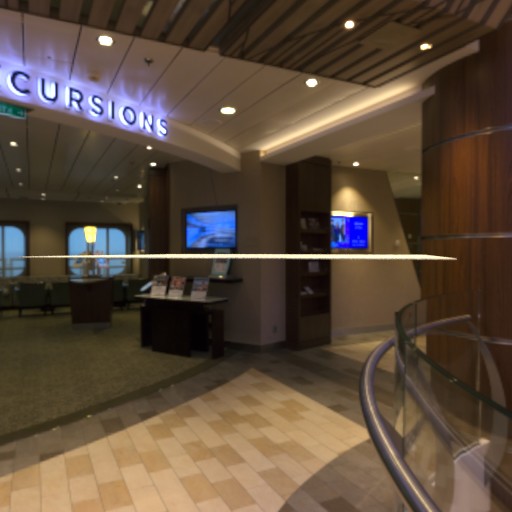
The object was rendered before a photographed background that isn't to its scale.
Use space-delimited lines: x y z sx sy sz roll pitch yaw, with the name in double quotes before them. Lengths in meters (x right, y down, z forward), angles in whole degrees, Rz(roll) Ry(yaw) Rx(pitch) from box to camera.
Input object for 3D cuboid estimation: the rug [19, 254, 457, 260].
"rug" 0.000 0.000 4.219 3.201 0.014 2.437 0 1 17
